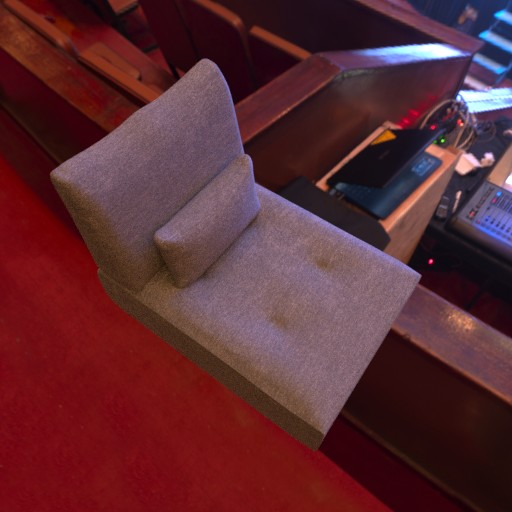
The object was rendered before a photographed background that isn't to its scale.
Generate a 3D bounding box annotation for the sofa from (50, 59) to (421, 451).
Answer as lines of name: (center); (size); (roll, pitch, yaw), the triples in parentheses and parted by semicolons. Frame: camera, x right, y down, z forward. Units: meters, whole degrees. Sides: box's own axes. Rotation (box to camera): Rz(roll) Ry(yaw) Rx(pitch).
sofa: (0.000, 0.000, 1.533); (1.000, 0.820, 0.700); (31, 62, 19)
